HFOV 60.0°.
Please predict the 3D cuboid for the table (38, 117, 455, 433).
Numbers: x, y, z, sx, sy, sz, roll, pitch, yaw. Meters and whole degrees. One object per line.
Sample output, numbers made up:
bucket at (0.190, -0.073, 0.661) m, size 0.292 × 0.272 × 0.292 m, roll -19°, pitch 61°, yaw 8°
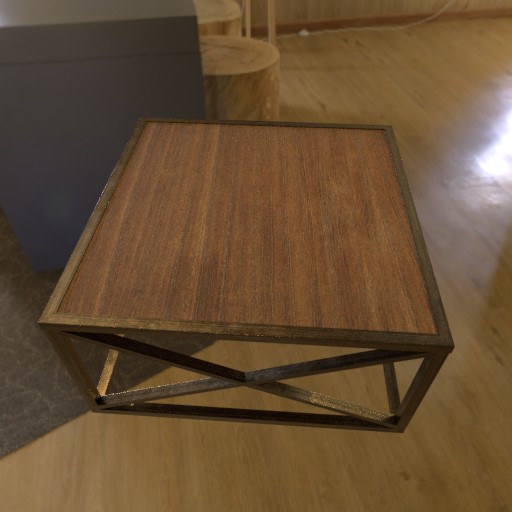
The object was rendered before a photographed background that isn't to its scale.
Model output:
table at (0.000, 0.000, 1.428) m, size 0.899 × 0.451 × 0.909 m, roll 3°, pitch 46°, yaw 3°
